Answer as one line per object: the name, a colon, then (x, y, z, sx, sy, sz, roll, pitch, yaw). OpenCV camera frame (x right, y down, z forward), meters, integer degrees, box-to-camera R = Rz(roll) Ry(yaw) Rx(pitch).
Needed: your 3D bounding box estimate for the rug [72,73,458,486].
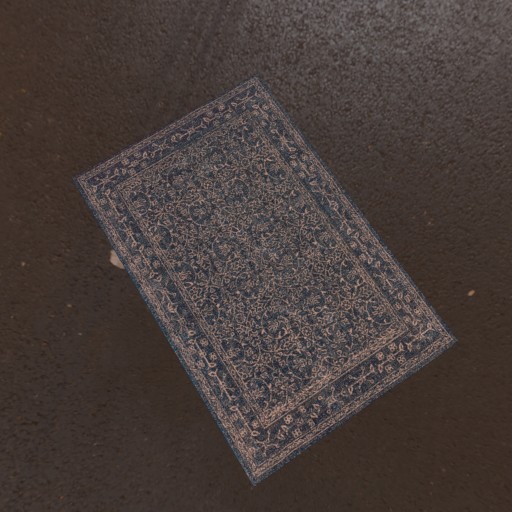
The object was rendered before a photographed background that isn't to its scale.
rug: (0.000, 0.000, 2.289, 1.200, 0.005, 1.819, -32, 78, -8)
